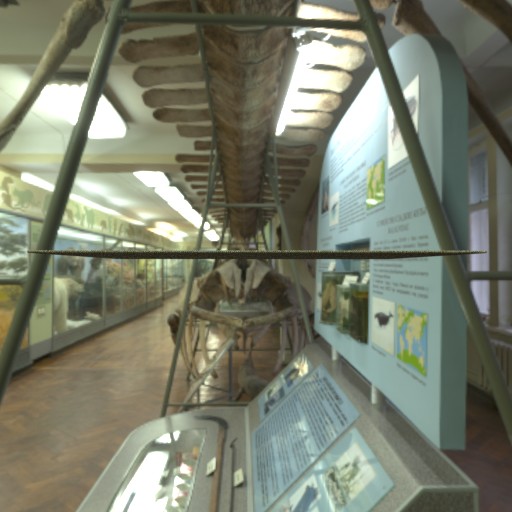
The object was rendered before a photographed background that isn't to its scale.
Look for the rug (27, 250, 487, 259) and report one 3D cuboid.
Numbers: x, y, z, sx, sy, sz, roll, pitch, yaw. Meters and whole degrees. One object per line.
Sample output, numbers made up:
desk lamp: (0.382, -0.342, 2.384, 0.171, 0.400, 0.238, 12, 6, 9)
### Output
rug: (0.000, 0.000, 2.371, 1.824, 0.010, 1.240, 0, -2, -1)
